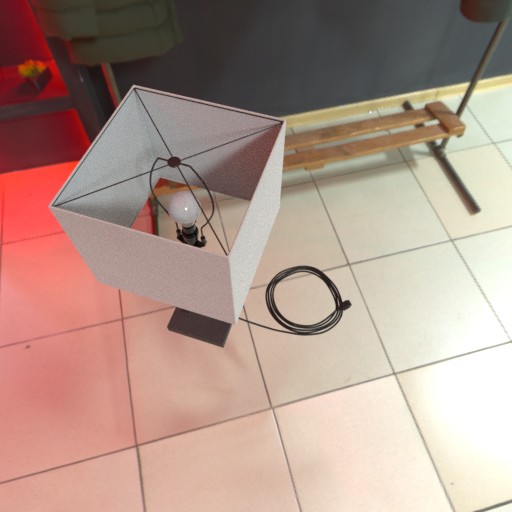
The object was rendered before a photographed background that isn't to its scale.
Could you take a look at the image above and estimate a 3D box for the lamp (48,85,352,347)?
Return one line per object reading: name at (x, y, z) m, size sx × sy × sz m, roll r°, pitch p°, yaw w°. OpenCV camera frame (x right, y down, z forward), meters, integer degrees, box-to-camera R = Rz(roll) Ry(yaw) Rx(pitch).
lamp at (0.000, 0.000, 0.981) m, size 0.504 × 0.660 × 0.399 m, roll 16°, pitch 61°, yaw 9°
